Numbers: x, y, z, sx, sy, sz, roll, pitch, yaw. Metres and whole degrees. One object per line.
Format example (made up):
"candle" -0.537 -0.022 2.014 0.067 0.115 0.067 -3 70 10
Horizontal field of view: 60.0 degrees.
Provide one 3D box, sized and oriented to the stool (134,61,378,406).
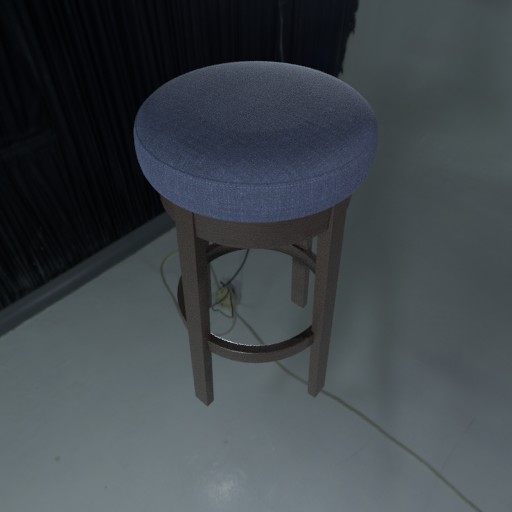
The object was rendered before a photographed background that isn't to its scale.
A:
"stool" 0.000 0.000 1.024 0.446 0.758 0.446 0 45 0
